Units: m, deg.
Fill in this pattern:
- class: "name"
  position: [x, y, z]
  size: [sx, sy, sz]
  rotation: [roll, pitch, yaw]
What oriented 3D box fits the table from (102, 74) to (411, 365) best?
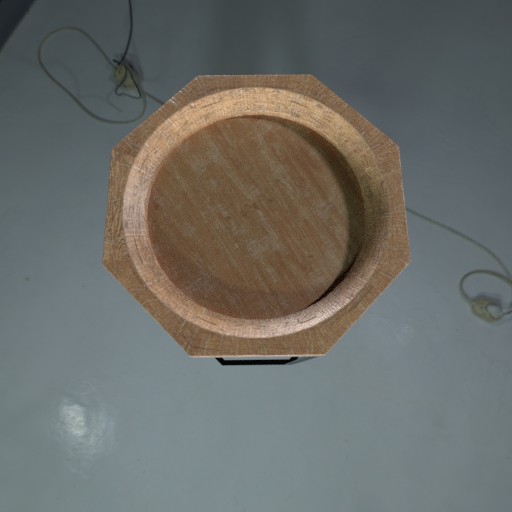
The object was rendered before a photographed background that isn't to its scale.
- class: "table"
  position: [0.000, 0.000, 0.867]
  size: [0.437, 0.553, 0.437]
  rotation: [21, 76, 6]
